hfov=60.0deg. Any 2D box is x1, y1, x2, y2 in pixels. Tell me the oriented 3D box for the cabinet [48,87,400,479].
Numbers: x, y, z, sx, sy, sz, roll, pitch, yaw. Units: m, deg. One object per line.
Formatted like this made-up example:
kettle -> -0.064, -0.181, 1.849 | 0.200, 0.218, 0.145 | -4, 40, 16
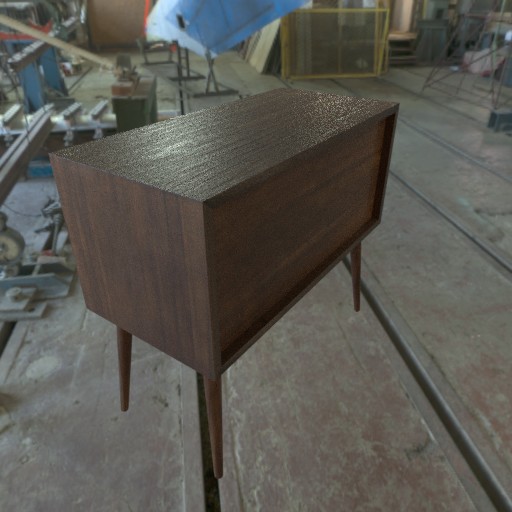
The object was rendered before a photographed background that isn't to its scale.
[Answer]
cabinet -> 0.000, 0.000, 1.105 | 0.354, 0.654, 0.743 | 20, 36, 30
